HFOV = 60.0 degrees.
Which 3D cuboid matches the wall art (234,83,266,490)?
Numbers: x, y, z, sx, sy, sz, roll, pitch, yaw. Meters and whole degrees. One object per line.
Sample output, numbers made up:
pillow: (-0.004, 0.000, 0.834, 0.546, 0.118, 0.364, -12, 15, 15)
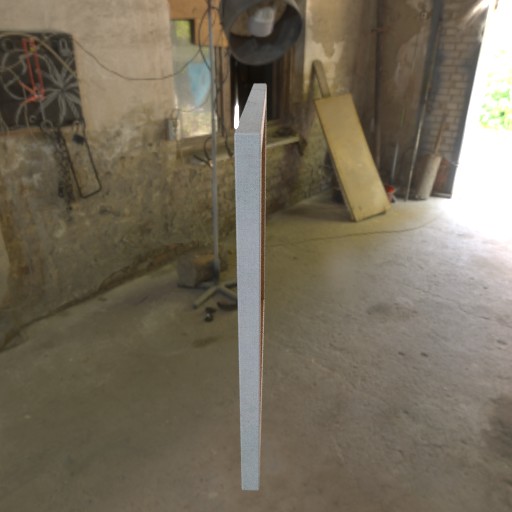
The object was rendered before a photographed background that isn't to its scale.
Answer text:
wall art: (0.000, 0.000, 1.137, 0.038, 0.762, 0.762, 1, 26, 2)
